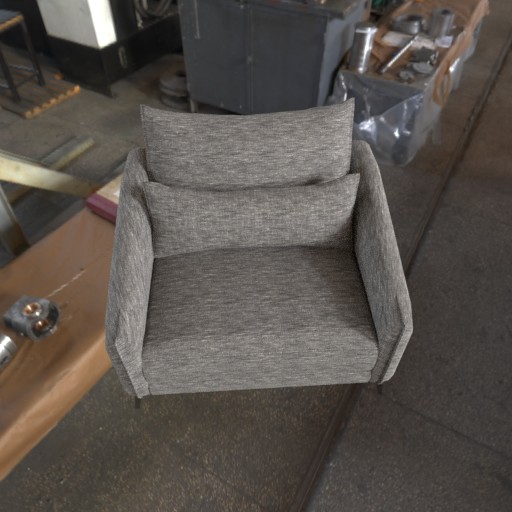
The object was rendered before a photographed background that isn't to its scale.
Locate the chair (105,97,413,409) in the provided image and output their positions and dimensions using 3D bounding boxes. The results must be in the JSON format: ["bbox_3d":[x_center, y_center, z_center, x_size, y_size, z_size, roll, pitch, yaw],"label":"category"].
[{"bbox_3d":[0.000,0.000,1.625,1.004,0.842,0.805,-3,46,-3],"label":"chair"}]
